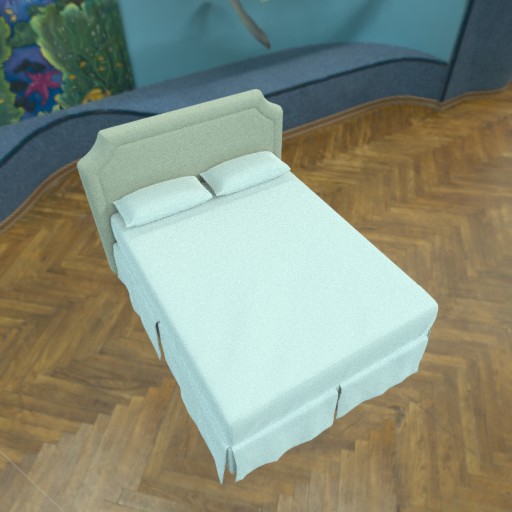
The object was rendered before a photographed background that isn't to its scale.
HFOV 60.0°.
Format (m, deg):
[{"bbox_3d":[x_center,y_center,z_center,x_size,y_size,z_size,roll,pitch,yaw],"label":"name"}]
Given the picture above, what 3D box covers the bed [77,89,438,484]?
[{"bbox_3d":[0.000,0.000,3.077,1.693,1.290,2.116,-23,50,-21],"label":"bed"}]
